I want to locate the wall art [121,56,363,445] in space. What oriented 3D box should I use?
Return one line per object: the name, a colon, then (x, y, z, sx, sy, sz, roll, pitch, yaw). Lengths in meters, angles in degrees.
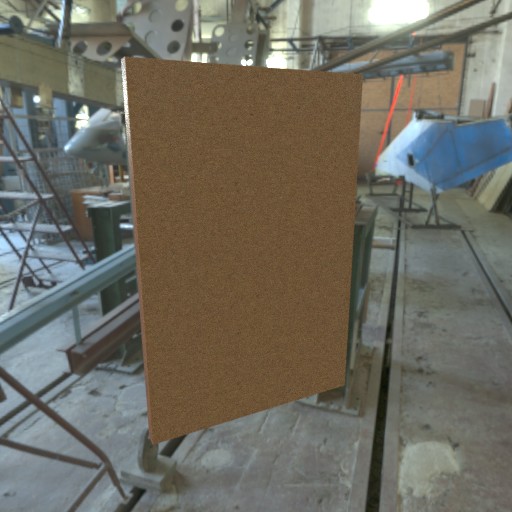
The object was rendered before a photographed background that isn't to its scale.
wall art: (0.000, 0.000, 1.158, 0.610, 0.914, 0.037, -8, 17, -26)
